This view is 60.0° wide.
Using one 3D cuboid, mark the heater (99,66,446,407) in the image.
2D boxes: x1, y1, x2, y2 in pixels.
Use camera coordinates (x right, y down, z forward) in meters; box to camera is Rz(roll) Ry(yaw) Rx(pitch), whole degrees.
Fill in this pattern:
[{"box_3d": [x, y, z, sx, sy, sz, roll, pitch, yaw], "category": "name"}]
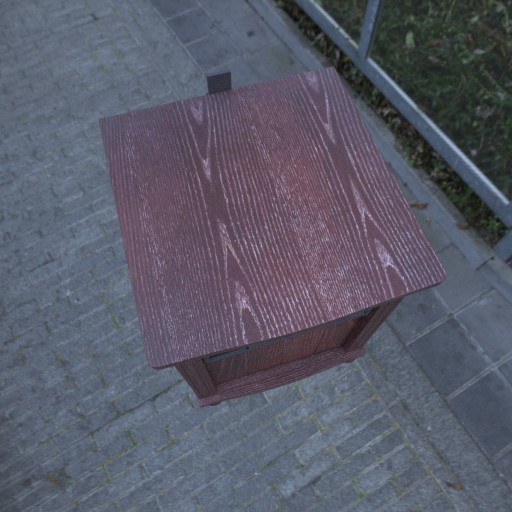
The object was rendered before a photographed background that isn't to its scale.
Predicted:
[{"box_3d": [0.000, 0.000, 0.767, 0.362, 0.481, 0.400, -16, 65, -7], "category": "heater"}]
